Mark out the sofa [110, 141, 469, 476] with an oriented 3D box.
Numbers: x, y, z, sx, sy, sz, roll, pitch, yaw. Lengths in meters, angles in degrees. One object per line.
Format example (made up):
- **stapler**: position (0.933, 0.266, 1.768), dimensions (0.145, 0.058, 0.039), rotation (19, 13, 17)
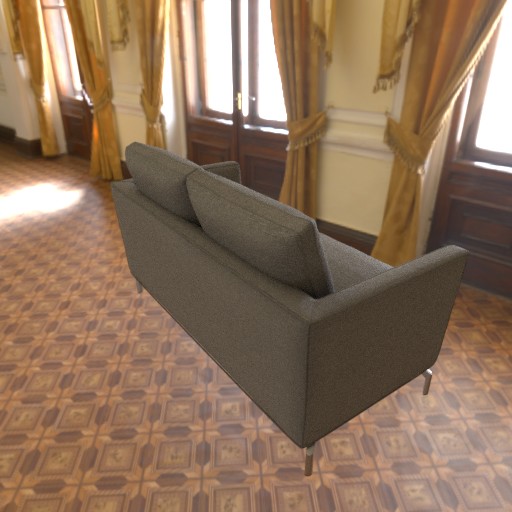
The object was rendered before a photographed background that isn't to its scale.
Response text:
- **sofa**: position (0.000, 0.000, 2.084), dimensions (0.803, 0.924, 1.594), rotation (-18, 32, -31)
